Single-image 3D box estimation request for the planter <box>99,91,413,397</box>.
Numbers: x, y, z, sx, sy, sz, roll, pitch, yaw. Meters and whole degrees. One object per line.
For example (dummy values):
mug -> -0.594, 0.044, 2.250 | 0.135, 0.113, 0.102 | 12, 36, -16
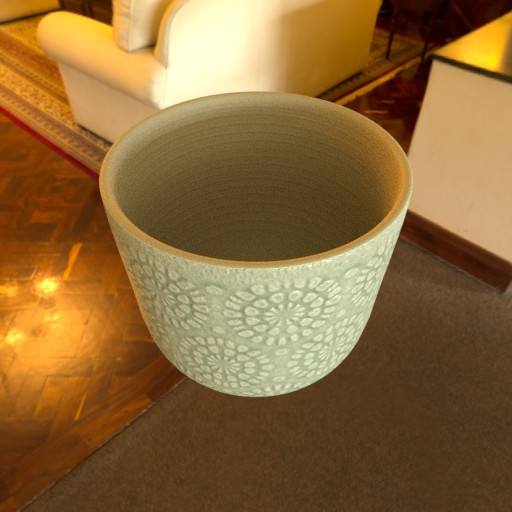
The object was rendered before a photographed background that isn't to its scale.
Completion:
planter -> 0.000, 0.000, 0.299 | 0.169, 0.153, 0.169 | 0, 45, 0
